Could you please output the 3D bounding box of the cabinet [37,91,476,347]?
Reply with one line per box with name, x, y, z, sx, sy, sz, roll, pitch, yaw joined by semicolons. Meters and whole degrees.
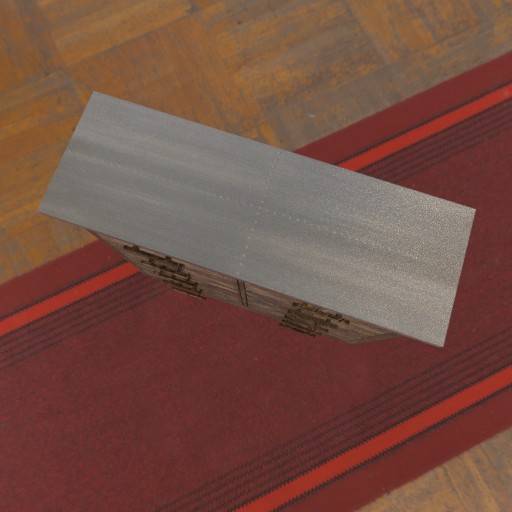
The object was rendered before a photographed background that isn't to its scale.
cabinet;0.000;0.000;1.478;0.968;0.919;0.338;18;78;4
